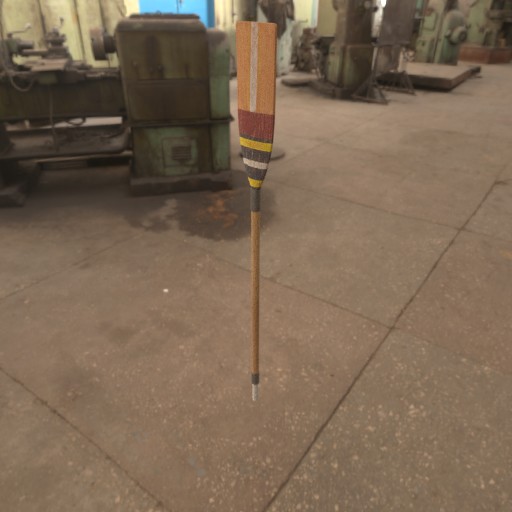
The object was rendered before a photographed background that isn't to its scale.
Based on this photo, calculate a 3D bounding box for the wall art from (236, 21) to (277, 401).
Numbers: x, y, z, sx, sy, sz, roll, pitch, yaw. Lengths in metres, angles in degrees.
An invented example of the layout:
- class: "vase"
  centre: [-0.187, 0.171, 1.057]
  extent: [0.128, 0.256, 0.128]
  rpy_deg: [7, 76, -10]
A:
- class: "wall art"
  centre: [0.000, 0.000, 1.665]
  extent: [0.146, 1.556, 0.038]
  rpy_deg: [22, 37, 32]
